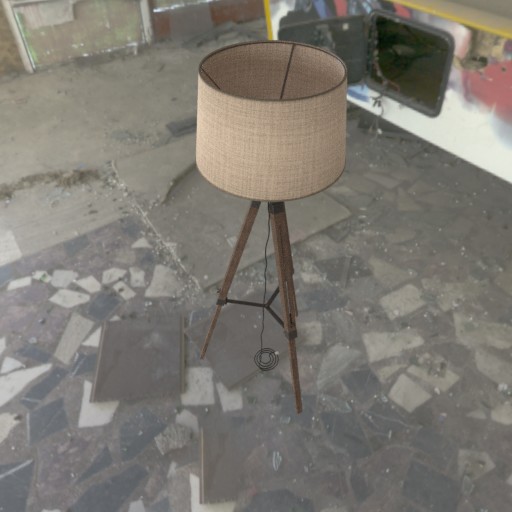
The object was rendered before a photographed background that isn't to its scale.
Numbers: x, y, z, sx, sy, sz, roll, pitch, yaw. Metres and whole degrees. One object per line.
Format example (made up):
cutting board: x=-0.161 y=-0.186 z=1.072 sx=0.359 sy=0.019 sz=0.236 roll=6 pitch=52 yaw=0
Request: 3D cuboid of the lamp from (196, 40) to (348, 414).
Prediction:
lamp: x=0.000 y=0.000 z=1.788 sx=0.587 sy=1.510 sz=0.604 roll=0 pitch=45 yaw=0
